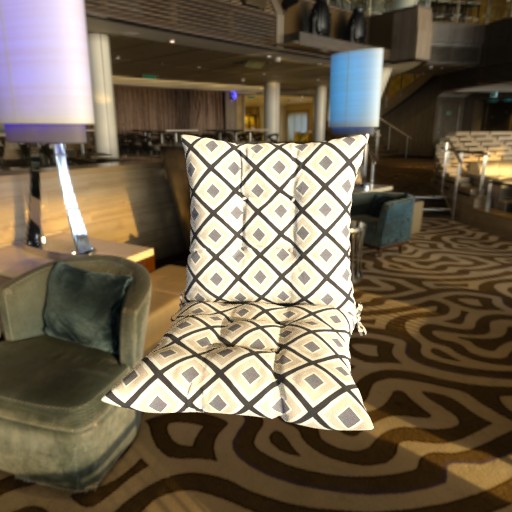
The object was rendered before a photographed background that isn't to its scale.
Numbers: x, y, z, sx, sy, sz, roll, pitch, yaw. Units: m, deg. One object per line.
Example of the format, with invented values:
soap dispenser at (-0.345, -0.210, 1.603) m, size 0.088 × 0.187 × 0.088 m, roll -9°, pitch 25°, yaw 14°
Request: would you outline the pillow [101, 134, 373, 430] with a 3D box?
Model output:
pillow at (0.000, 0.000, 1.012) m, size 0.541 × 0.536 × 0.585 m, roll 3°, pitch 16°, yaw 9°
